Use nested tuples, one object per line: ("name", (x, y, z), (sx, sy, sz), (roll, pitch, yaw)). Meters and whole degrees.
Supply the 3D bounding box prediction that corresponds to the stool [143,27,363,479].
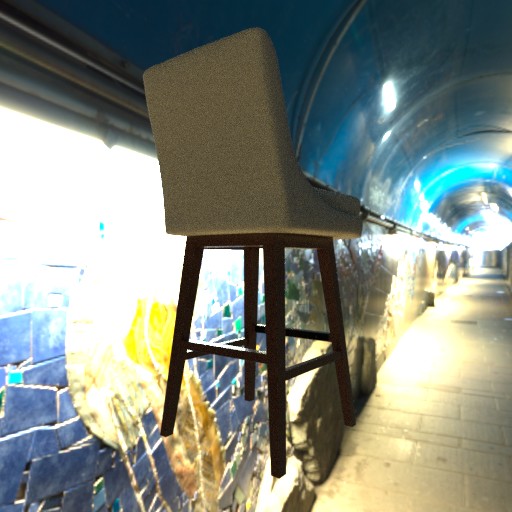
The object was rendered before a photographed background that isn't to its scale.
("stool", (0.000, 0.000, 1.370), (0.483, 1.093, 0.559), (0, 0, 37))
